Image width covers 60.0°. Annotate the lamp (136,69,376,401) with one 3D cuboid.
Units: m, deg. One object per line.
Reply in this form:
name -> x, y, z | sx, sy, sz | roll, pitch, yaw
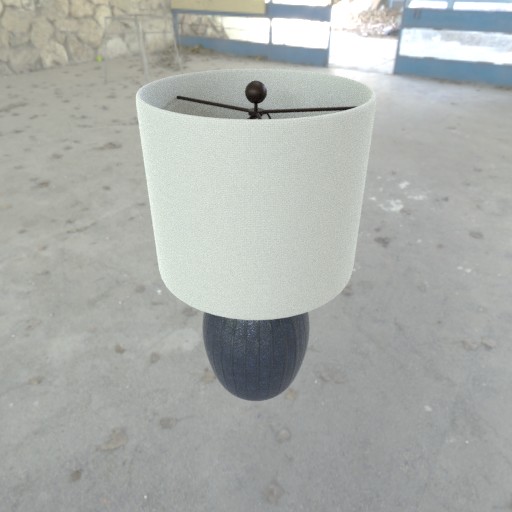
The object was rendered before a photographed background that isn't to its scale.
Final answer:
lamp -> 0.000, 0.000, 0.762 | 0.329, 0.570, 0.329 | 21, 38, 30
